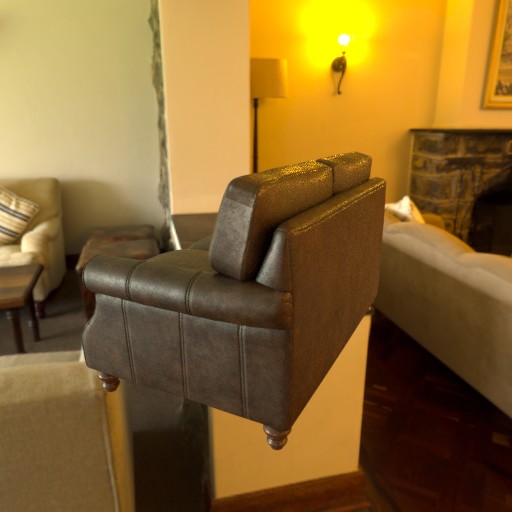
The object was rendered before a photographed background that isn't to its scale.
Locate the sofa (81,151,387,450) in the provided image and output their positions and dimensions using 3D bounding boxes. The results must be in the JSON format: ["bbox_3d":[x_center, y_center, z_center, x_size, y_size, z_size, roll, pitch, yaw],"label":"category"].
[{"bbox_3d":[0.000,0.000,2.234,0.990,0.976,1.616,8,19,25],"label":"sofa"}]
